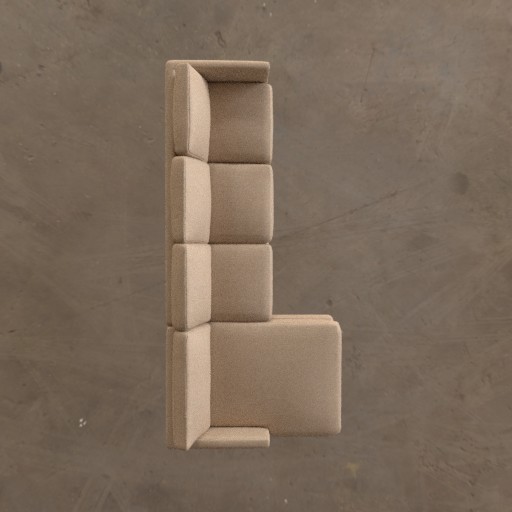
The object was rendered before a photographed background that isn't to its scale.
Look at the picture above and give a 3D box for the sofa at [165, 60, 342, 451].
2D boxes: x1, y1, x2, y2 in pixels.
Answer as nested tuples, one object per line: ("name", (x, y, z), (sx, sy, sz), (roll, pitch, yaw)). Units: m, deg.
("sofa", (0.000, 0.000, 3.854), (1.502, 0.876, 3.201), (0, 91, -1))
